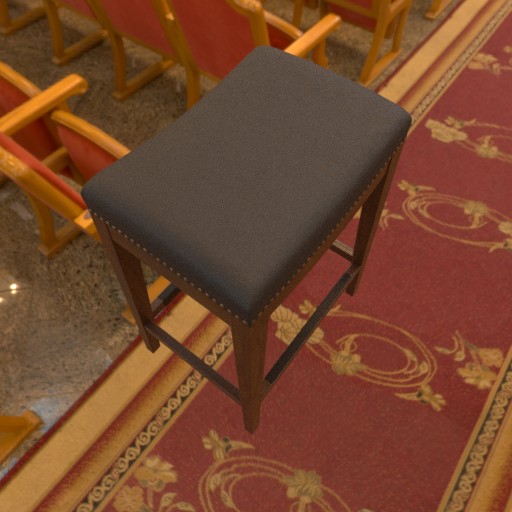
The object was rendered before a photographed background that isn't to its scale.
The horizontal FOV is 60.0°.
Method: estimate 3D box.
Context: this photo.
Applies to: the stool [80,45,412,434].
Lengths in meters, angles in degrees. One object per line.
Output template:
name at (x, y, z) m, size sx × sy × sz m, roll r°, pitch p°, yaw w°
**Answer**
stool at (0.000, 0.000, 0.940) m, size 0.353 × 0.664 × 0.490 m, roll 33°, pitch 64°, yaw 19°
